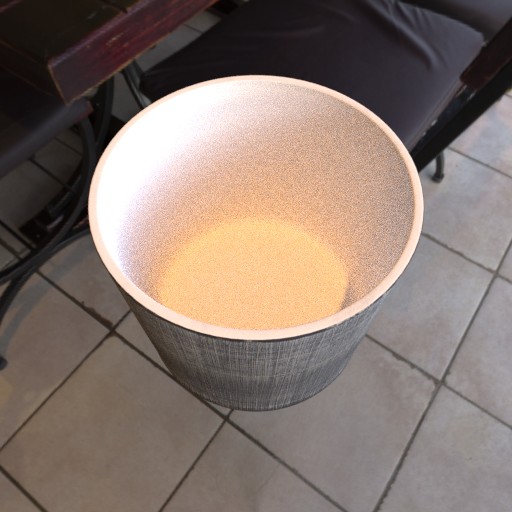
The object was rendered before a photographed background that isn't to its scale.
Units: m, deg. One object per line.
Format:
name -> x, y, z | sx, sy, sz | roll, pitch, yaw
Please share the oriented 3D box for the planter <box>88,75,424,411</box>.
planter -> 0.000, 0.000, 0.435 | 0.254, 0.221, 0.254 | 0, 59, 0
